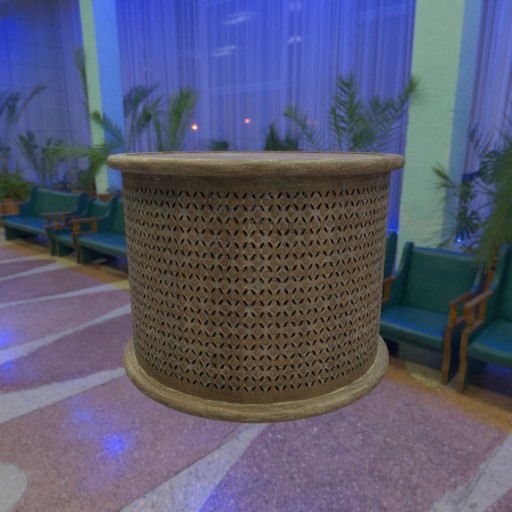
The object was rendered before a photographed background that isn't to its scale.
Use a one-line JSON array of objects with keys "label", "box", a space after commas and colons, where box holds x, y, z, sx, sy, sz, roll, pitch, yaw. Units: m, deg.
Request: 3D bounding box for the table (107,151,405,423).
[{"label": "table", "box": [0.000, 0.000, 1.001, 0.607, 0.450, 0.607, 0, 14, 0]}]
